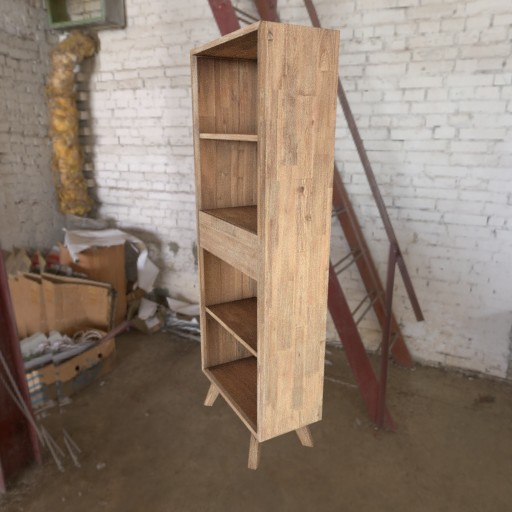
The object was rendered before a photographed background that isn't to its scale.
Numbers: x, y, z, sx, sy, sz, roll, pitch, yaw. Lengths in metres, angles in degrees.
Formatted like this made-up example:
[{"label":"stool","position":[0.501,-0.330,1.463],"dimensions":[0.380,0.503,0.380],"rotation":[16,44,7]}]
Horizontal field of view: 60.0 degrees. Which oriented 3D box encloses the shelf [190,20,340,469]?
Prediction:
[{"label":"shelf","position":[0.000,0.000,1.518],"dimensions":[0.267,1.342,0.491],"rotation":[-9,18,-27]}]
